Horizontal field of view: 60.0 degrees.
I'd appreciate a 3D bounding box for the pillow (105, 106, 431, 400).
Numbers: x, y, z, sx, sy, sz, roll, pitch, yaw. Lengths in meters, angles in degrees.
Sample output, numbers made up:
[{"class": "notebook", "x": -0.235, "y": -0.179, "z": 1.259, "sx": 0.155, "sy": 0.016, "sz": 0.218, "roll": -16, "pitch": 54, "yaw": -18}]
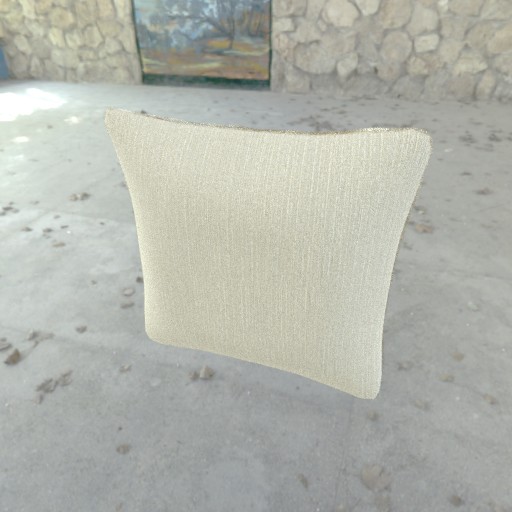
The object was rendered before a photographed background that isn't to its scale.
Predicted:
[{"class": "pillow", "x": 0.000, "y": 0.000, "z": 0.830, "sx": 0.538, "sy": 0.525, "sz": 0.216, "roll": 10, "pitch": 32, "yaw": 16}]
